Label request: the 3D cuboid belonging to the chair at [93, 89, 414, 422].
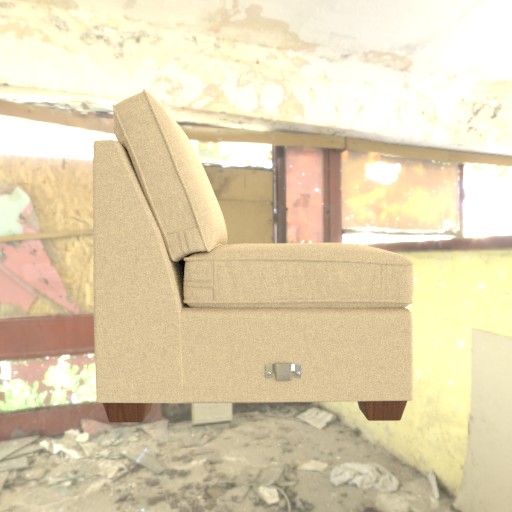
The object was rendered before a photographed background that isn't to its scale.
[{"bbox_3d":[0.000,0.000,1.559,0.938,0.970,0.621,0,0,-1],"label":"chair"}]
